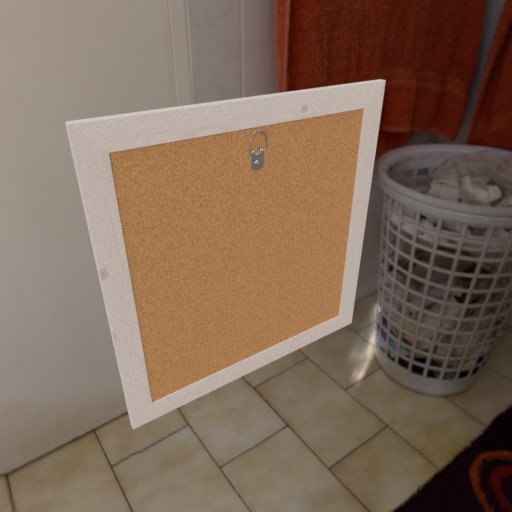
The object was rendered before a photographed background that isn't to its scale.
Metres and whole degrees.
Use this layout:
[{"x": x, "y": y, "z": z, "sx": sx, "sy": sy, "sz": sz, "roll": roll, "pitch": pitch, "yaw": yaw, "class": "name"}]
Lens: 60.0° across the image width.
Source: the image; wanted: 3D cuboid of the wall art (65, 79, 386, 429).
[{"x": 0.000, "y": 0.000, "z": 0.839, "sx": 0.572, "sy": 0.577, "sz": 0.015, "roll": -19, "pitch": 36, "yaw": -28, "class": "wall art"}]
